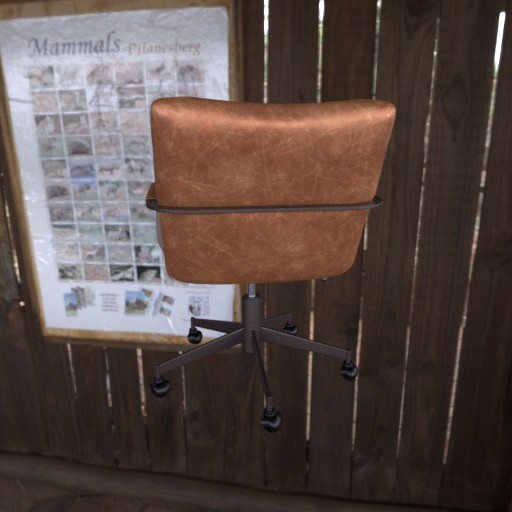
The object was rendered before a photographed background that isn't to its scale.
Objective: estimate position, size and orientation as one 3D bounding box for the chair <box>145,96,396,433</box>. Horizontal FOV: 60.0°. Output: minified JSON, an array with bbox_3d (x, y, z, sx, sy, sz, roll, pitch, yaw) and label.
[{"bbox_3d":[0.000,0.000,1.455,0.727,0.922,0.754,-2,15,-9],"label":"chair"}]
